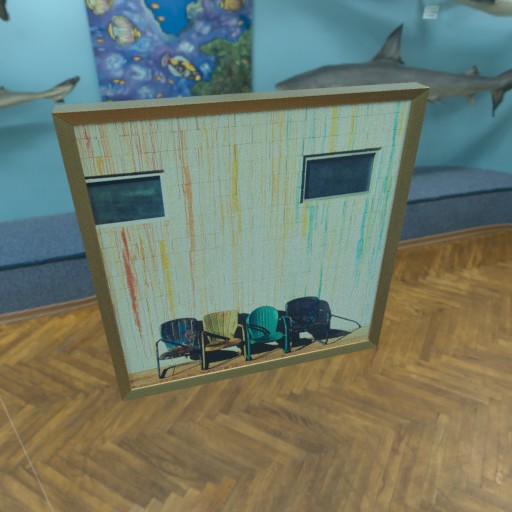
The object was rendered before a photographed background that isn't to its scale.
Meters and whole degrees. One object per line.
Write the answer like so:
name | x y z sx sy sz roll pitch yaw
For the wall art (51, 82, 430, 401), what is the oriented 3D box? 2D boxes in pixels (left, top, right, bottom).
wall art | 0.000 0.000 0.724 0.505 0.505 0.037 -9 34 -13
